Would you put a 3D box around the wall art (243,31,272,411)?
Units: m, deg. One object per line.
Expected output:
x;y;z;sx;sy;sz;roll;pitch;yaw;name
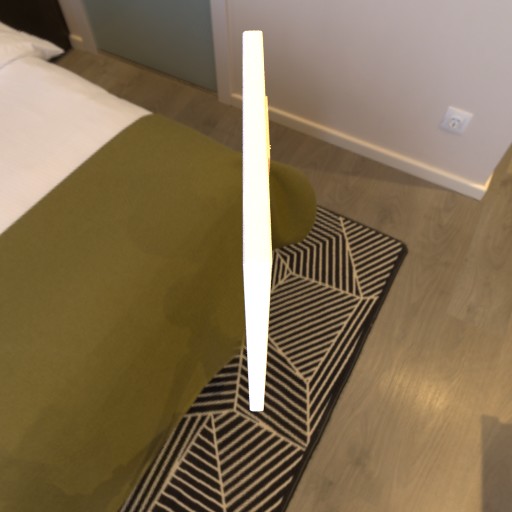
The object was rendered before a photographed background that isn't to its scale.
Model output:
0.000;0.000;1.192;0.048;0.902;0.602;-1;58;-1;wall art
